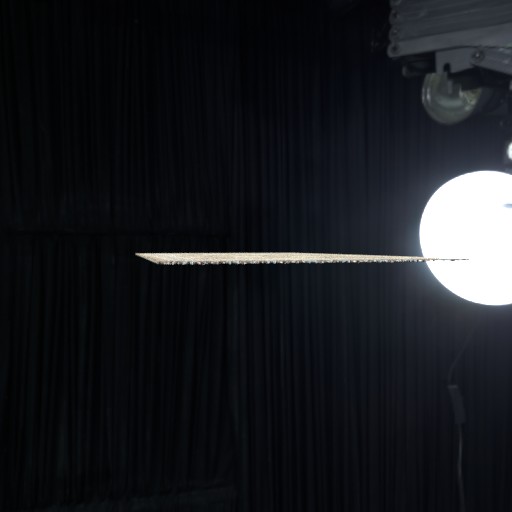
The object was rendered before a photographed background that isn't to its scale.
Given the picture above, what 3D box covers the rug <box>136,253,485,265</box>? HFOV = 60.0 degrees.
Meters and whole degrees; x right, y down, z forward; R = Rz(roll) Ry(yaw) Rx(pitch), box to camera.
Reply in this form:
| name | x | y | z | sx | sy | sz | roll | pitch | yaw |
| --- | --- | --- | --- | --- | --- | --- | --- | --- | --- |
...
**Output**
| name | x | y | z | sx | sy | sz | roll | pitch | yaw |
| --- | --- | --- | --- | --- | --- | --- | --- | --- | --- |
| rug | 0.000 | 0.000 | 2.490 | 1.237 | 0.010 | 2.029 | 0 | 1 | -17 |
